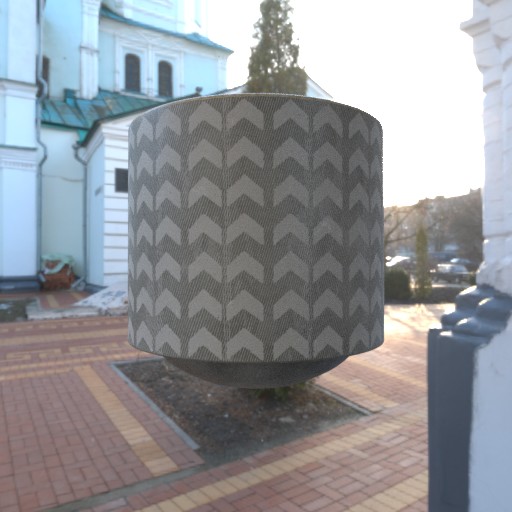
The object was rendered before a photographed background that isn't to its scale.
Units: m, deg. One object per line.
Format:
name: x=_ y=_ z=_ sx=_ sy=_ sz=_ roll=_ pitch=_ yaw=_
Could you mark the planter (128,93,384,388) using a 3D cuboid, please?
planter: x=0.000 y=0.000 z=0.342 sx=0.190 sy=0.181 sz=0.190 roll=0 pitch=-1 yaw=0
